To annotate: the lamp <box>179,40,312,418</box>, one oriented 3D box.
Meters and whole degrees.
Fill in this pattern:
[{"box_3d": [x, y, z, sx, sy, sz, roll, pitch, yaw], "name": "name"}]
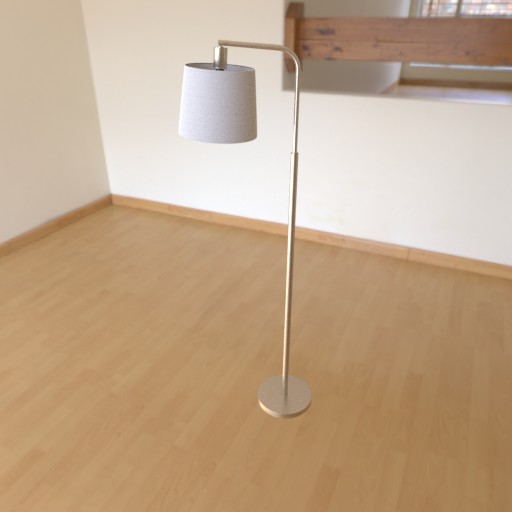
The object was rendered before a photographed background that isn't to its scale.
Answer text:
[{"box_3d": [0.000, 0.000, 1.685, 0.508, 1.478, 0.254, 0, 28, 0], "name": "lamp"}]
